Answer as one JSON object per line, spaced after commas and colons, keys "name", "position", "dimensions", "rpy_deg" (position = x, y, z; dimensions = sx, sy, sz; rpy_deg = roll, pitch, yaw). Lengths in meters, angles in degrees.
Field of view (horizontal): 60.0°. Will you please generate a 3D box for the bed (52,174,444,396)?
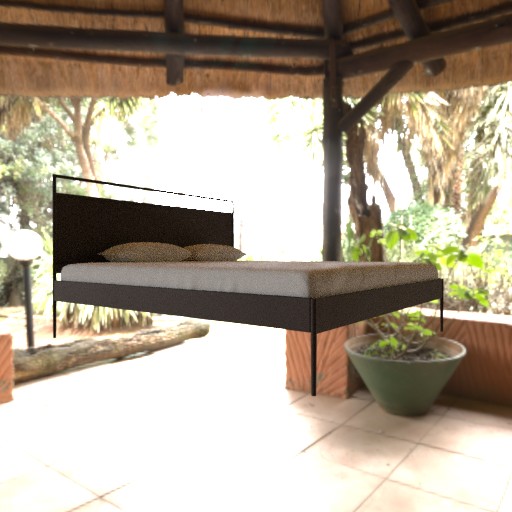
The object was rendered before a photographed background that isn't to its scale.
{"name": "bed", "position": [0.000, 0.000, 3.305], "dimensions": [2.151, 1.173, 1.993], "rpy_deg": [0, 0, 37]}
